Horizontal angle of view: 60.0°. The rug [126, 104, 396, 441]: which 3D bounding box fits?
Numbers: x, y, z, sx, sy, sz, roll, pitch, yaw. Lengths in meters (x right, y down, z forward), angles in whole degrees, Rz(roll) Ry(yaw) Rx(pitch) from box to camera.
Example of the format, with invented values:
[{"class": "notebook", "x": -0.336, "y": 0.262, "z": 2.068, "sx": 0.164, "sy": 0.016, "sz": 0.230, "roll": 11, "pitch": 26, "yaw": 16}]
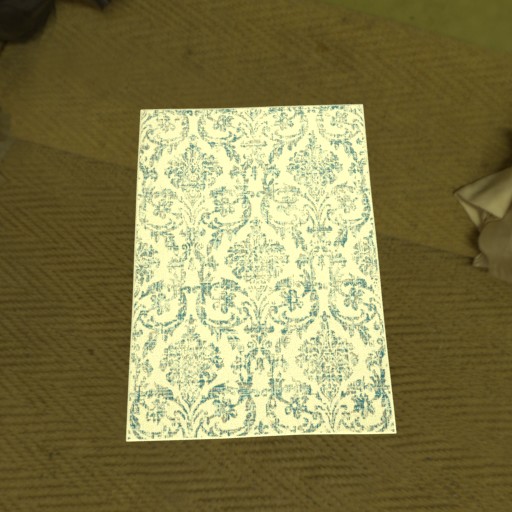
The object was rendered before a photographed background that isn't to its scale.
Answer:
[{"class": "rug", "x": 0.000, "y": 0.000, "z": 2.875, "sx": 1.586, "sy": 0.014, "sz": 2.197, "roll": -2, "pitch": 75, "yaw": 0}]
